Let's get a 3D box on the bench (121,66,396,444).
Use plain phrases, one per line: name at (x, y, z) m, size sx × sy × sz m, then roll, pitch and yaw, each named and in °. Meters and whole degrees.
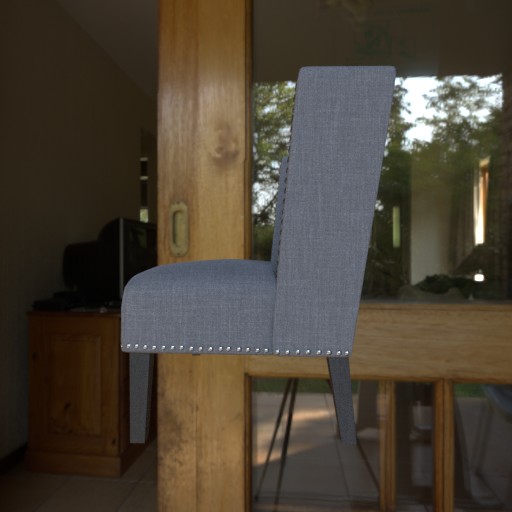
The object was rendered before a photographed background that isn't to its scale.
bench at (0.000, 0.000, 1.928) m, size 0.842 × 1.121 × 1.276 m, roll 0°, pitch 0°, yaw 1°
